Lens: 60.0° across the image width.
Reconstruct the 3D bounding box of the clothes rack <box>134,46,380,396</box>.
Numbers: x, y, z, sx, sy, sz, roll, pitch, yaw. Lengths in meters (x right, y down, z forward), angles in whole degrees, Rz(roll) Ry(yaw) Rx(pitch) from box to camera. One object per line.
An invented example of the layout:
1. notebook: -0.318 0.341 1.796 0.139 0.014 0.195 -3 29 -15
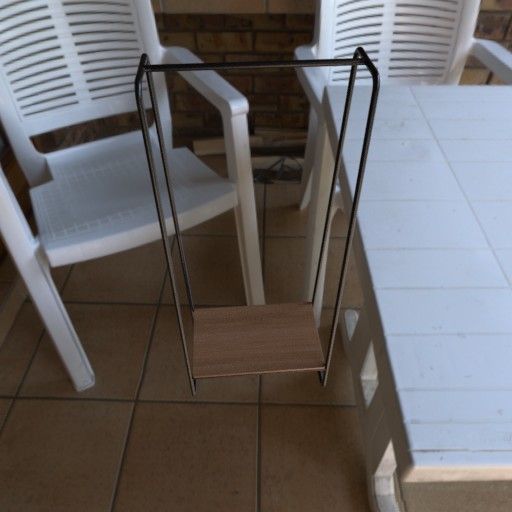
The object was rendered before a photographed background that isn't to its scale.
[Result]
1. clothes rack: 0.000 0.000 1.736 0.640 1.500 0.400 -3 45 -3
